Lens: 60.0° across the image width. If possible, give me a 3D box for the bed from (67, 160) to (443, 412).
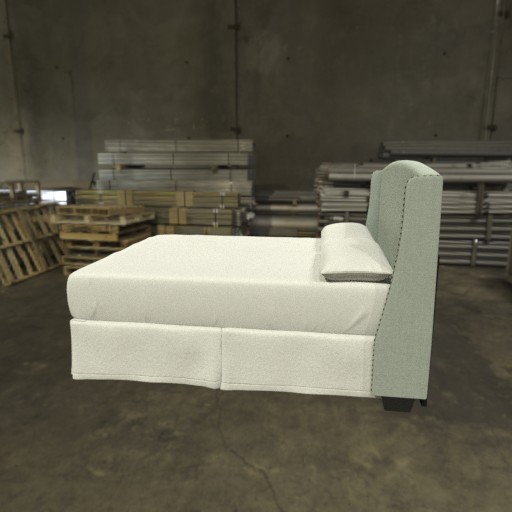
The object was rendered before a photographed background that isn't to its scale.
[{"bbox_3d":[0.000,0.000,3.337,2.237,1.407,1.710,2,12,8],"label":"bed"}]
